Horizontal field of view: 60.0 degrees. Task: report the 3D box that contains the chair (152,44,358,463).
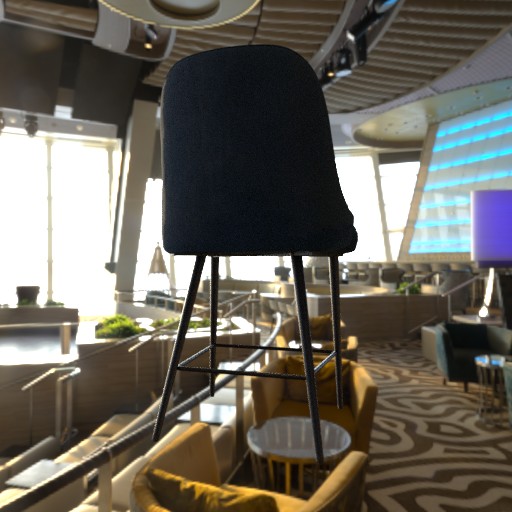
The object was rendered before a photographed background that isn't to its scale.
[{"bbox_3d":[0.000,0.000,1.217,0.526,0.927,0.489,0,-1,17],"label":"chair"}]
